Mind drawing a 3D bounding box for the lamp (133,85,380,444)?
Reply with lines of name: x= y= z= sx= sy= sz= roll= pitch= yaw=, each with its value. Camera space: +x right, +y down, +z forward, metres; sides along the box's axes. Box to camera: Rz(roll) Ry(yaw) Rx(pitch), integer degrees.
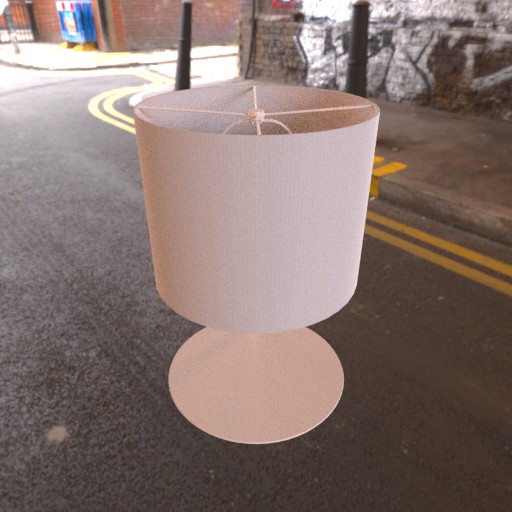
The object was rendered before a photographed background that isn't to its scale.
lamp: x=0.000 y=0.000 z=0.679 sx=0.299 sy=0.454 sz=0.341 roll=-1 pitch=30 yaw=-1
